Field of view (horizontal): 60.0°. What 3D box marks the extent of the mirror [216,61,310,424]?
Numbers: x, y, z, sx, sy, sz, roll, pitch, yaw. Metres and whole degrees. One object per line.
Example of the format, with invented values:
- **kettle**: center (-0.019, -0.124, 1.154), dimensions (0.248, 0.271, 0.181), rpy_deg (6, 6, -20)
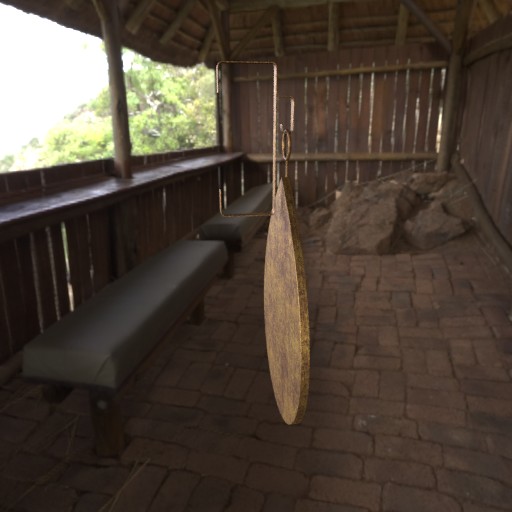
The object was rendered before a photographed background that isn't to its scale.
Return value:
- **mirror**: center (0.000, 0.000, 0.925), dimensions (0.144, 0.744, 0.405), rpy_deg (-3, 18, -8)
